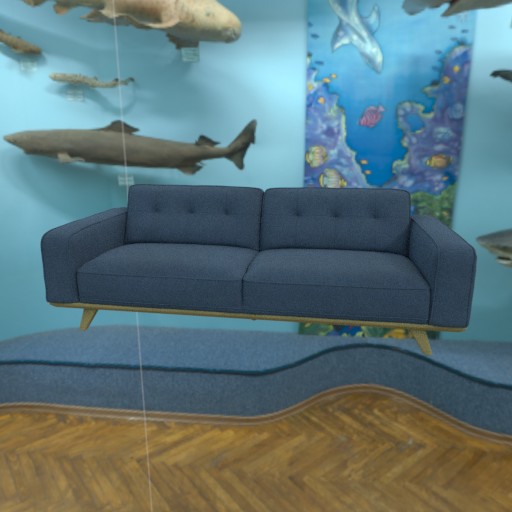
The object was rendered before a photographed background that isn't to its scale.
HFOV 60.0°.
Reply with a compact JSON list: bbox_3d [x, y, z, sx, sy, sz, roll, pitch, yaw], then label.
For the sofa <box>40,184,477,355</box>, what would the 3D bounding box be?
[{"bbox_3d":[0.000,0.000,2.716,2.270,0.782,0.953,2,15,9],"label":"sofa"}]
